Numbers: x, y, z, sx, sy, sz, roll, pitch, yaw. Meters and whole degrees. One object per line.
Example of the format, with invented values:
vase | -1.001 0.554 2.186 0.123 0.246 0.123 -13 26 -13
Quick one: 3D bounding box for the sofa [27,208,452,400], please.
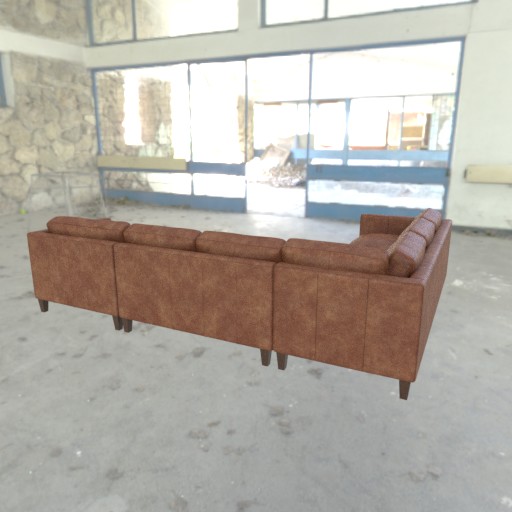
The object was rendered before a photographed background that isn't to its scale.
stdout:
sofa | 0.000 0.000 4.319 3.324 0.888 2.452 7 16 26
